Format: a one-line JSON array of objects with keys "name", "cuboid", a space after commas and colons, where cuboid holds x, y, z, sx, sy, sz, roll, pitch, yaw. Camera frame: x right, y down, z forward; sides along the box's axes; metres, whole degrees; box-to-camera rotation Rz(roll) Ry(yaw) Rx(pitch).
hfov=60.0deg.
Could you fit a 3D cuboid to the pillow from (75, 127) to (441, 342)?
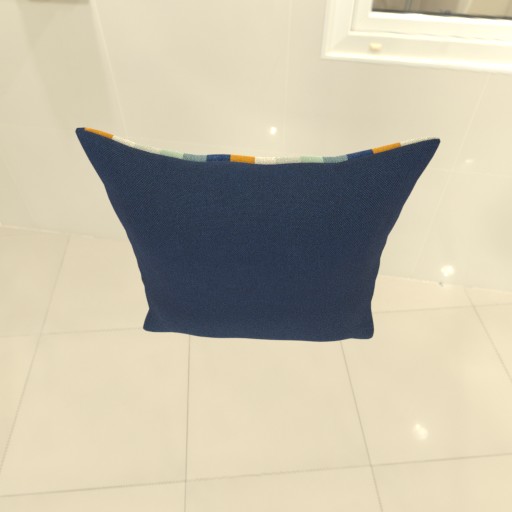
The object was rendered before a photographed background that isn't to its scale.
[{"name": "pillow", "cuboid": [0.000, 0.000, 0.724, 0.463, 0.454, 0.173, 2, 47, 2]}]
